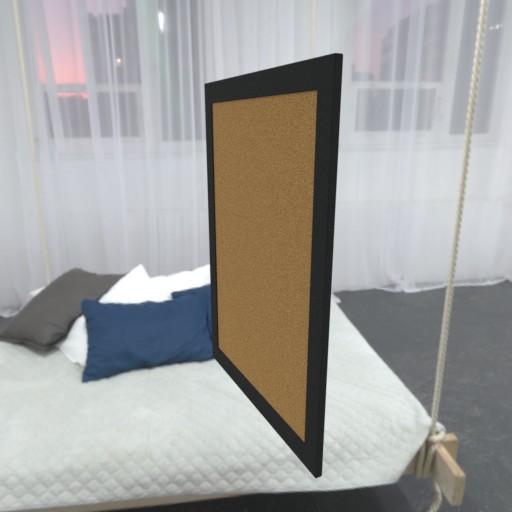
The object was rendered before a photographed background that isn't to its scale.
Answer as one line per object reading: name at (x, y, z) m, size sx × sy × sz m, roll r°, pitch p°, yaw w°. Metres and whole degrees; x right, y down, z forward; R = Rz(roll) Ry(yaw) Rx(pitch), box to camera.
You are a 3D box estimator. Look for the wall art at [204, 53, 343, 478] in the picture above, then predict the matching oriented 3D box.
wall art at (0.000, 0.000, 0.687) m, size 0.012 × 0.529 × 0.374 m, roll -8°, pitch 18°, yaw -26°
